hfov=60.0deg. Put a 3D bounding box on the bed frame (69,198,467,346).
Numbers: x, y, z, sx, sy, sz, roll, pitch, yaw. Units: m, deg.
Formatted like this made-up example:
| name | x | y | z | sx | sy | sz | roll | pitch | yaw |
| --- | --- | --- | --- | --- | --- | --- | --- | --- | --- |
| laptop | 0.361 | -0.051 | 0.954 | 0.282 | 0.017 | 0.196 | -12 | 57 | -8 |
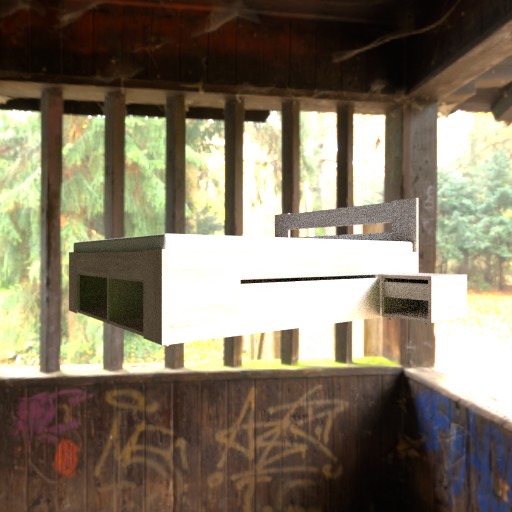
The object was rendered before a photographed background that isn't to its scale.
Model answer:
| name | x | y | z | sx | sy | sz | roll | pitch | yaw |
| --- | --- | --- | --- | --- | --- | --- | --- | --- | --- |
| bed frame | 0.000 | 0.000 | 3.187 | 2.050 | 0.860 | 2.040 | 0 | 0 | -37 |
